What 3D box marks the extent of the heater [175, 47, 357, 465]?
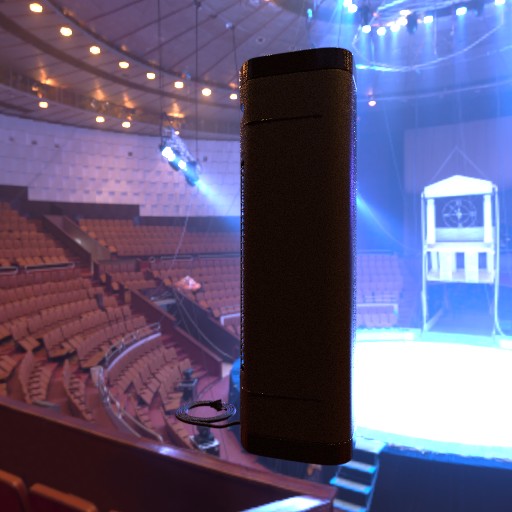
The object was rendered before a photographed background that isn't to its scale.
[{"bbox_3d":[0.000,0.000,0.702,0.312,0.552,0.174,0,0,18],"label":"heater"}]
